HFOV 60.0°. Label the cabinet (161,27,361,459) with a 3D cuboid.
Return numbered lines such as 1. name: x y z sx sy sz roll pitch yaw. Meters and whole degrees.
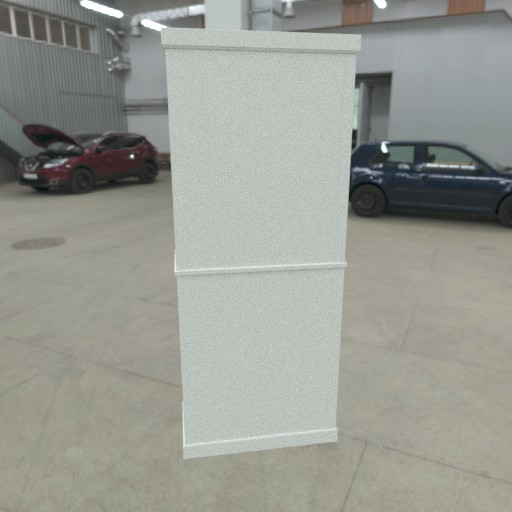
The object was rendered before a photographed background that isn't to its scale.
1. cabinet: 0.000 0.000 2.065 0.754 1.829 0.390 -3 16 -9
